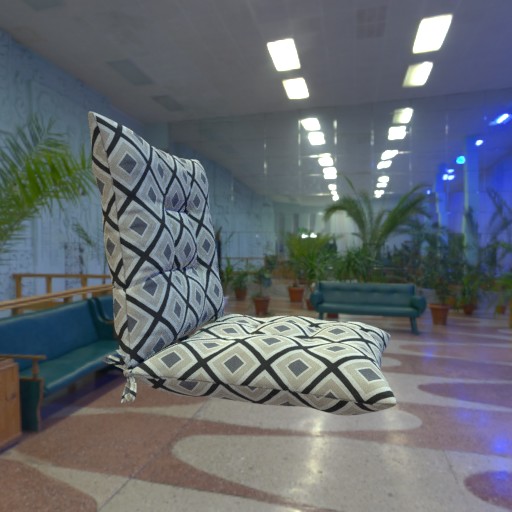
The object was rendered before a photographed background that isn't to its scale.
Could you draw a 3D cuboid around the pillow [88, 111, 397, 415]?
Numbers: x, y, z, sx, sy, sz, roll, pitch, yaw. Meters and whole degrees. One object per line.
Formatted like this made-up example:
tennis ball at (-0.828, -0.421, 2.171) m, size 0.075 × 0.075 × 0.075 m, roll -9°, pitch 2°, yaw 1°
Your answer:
pillow at (0.000, 0.000, 0.978) m, size 0.585 × 0.536 × 0.541 m, roll 0°, pitch 1°, yaw 15°
